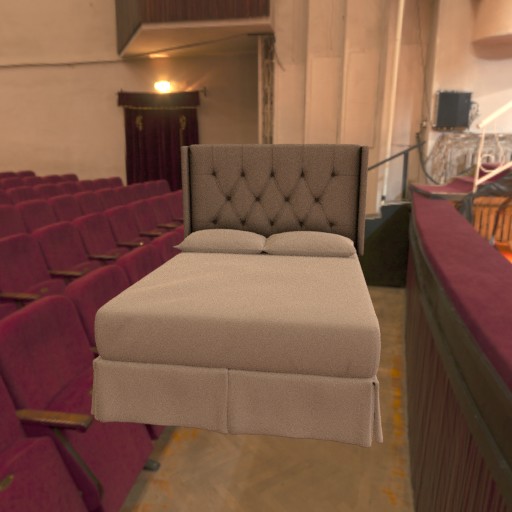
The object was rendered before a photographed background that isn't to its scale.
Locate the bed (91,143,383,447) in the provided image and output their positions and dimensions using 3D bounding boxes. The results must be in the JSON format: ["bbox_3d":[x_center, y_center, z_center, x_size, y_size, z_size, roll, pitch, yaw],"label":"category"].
[{"bbox_3d":[0.000,0.000,3.306,1.719,1.665,2.066,2,13,8],"label":"bed"}]
